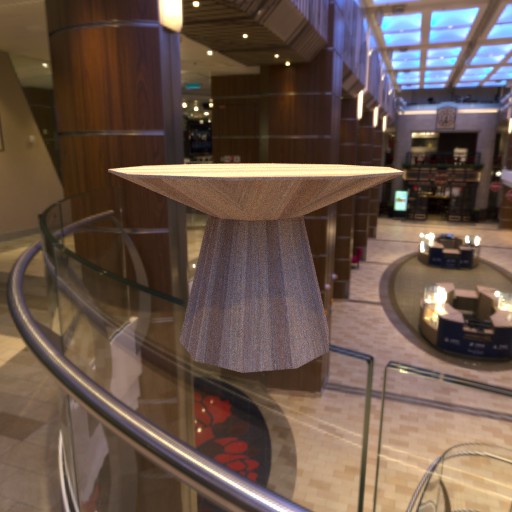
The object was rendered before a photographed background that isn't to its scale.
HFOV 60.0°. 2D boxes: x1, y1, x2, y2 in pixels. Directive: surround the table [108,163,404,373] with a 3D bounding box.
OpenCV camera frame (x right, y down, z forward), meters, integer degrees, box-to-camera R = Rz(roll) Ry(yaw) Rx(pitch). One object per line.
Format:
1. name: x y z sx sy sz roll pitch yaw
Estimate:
1. table: 0.000 0.000 1.937 1.186 0.752 1.186 0 14 0
